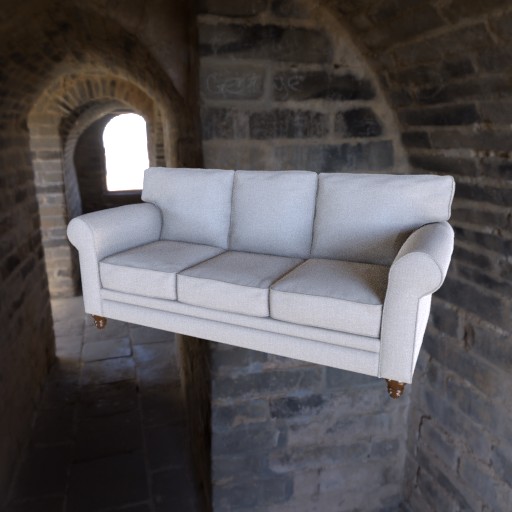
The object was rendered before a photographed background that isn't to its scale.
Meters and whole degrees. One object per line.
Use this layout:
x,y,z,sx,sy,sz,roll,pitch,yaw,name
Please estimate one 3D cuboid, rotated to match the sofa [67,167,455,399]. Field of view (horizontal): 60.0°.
0.000,0.000,2.588,2.084,0.961,0.916,7,16,25,sofa
